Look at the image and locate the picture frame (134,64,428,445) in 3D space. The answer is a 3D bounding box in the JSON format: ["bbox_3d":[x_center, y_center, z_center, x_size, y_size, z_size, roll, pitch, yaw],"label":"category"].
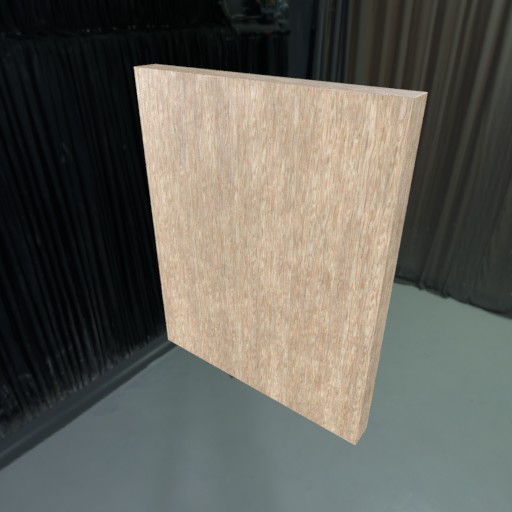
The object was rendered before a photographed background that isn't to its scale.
[{"bbox_3d":[0.000,0.000,0.697,0.424,0.526,0.043,20,35,31],"label":"picture frame"}]
